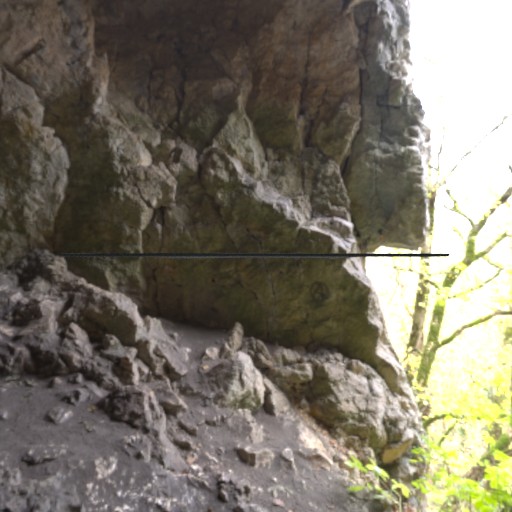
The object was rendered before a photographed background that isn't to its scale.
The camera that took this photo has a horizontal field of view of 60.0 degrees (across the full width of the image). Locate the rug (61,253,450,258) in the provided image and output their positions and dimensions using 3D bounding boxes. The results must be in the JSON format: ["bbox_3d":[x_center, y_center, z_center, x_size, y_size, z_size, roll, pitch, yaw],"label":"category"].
[{"bbox_3d":[0.000,0.000,2.181,1.145,0.021,1.777,0,0,0],"label":"rug"}]
